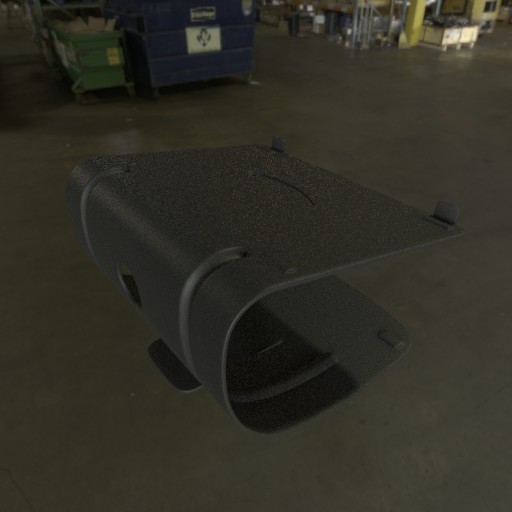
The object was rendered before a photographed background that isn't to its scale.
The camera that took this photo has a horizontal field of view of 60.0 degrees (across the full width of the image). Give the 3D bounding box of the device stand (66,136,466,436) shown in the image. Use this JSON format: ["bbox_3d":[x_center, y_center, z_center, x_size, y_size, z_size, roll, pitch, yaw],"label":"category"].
[{"bbox_3d":[0.000,0.000,0.395,0.236,0.155,0.256,-24,41,-31],"label":"device stand"}]
